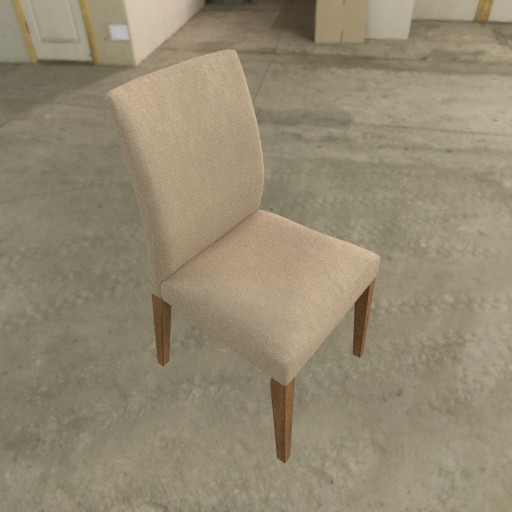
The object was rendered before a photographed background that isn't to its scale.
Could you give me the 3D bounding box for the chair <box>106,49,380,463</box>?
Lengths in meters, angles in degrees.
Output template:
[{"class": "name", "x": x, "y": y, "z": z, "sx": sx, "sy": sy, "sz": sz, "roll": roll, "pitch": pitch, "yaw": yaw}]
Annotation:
[{"class": "chair", "x": 0.000, "y": 0.000, "z": 1.261, "sx": 0.585, "sy": 0.940, "sz": 0.496, "roll": 26, "pitch": 47, "yaw": 27}]
